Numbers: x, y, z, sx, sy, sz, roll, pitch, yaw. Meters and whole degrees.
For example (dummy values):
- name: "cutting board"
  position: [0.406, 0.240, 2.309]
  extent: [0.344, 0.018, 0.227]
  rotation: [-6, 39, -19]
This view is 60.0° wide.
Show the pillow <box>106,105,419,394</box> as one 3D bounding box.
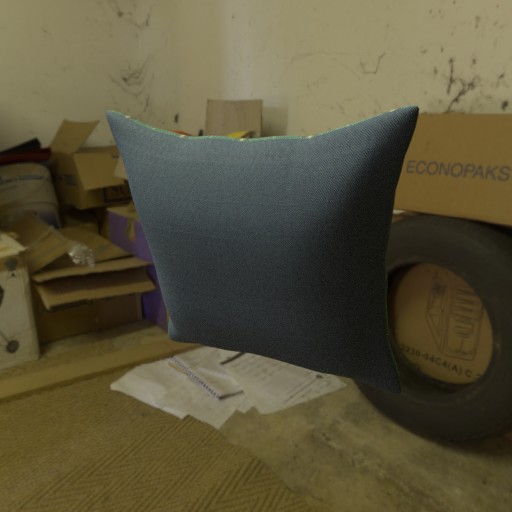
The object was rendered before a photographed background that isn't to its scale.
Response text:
- name: "pillow"
  position: [0.000, 0.000, 0.682]
  extent: [0.453, 0.430, 0.200]
  rotation: [8, 18, 26]
